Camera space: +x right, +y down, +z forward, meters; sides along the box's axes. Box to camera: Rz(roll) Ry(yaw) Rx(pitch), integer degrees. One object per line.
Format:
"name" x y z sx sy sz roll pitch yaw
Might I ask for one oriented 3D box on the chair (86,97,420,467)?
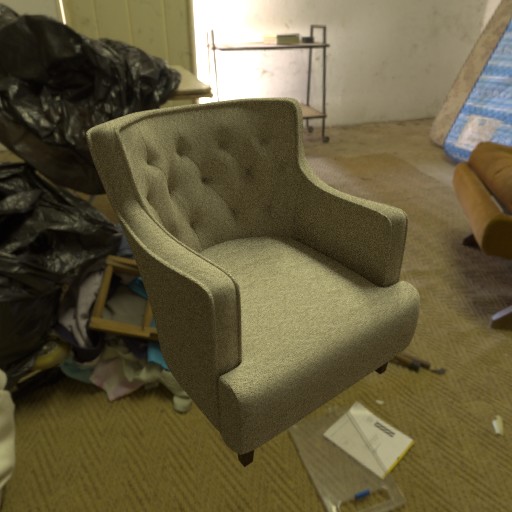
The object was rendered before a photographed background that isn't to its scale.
"chair" 0.000 0.000 1.575 0.820 0.920 0.910 -21 35 -32
